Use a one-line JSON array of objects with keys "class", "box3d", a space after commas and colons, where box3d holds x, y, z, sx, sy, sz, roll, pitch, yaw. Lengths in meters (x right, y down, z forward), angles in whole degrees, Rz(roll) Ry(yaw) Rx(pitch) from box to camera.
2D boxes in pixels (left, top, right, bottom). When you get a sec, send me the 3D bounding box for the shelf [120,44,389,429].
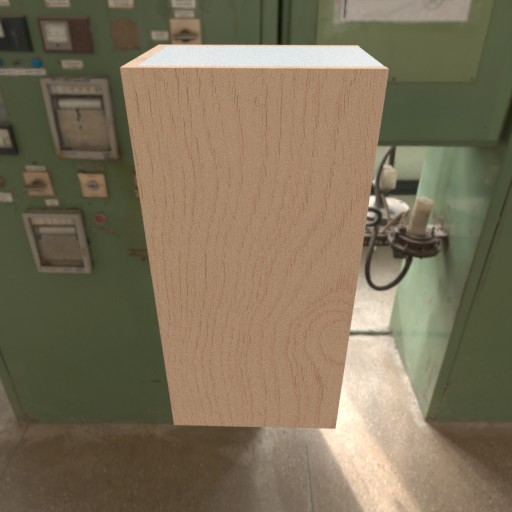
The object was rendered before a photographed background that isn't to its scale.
[{"class": "shelf", "box3d": [0.000, 0.000, 0.720, 0.290, 0.600, 0.200, 1, 32, 1]}]
